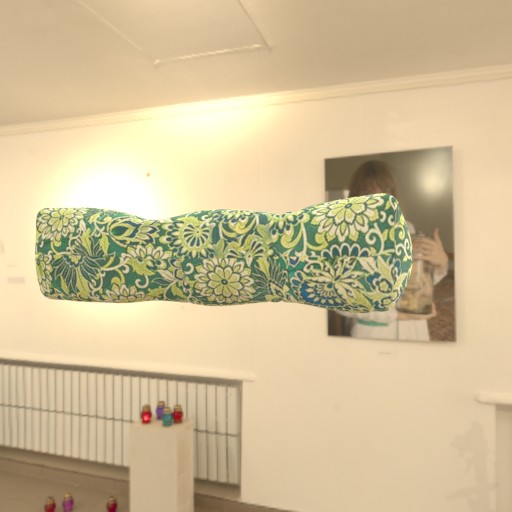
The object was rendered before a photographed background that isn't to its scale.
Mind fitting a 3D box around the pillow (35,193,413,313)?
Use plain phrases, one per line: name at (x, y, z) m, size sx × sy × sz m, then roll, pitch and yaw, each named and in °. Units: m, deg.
pillow at (0.000, 0.000, 0.717) m, size 0.468 × 0.128 × 0.490 m, roll 0°, pitch 0°, yaw 18°
